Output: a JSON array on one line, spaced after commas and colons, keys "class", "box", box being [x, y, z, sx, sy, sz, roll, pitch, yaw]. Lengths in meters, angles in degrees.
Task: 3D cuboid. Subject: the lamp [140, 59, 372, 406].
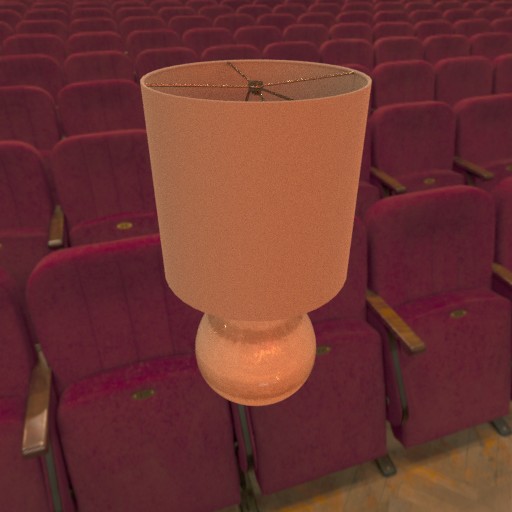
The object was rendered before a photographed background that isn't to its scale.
[{"class": "lamp", "box": [0.000, 0.000, 0.530, 0.217, 0.404, 0.217, -10, 33, -15]}]
